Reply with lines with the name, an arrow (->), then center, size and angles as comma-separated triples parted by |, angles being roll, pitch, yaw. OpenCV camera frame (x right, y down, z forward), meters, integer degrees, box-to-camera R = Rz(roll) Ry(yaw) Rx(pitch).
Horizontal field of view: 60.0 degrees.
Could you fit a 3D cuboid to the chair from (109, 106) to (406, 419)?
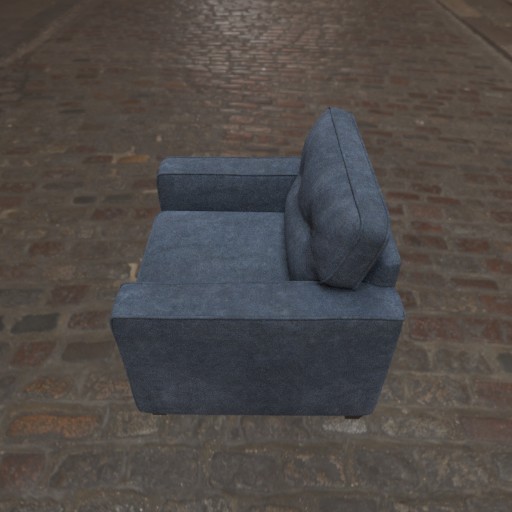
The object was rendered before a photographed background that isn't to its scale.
chair -> 0.000, 0.000, 1.829 | 0.939, 0.965, 1.015 | 0, 42, 0
